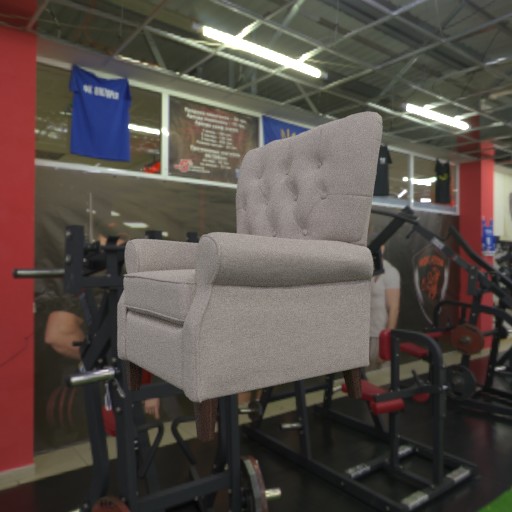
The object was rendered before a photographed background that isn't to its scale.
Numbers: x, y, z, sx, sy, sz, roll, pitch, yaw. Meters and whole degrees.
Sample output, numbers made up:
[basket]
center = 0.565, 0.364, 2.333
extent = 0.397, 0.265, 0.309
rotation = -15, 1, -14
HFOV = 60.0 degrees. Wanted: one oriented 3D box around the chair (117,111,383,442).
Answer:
[chair]
center = 0.000, 0.000, 1.982
extent = 1.025, 1.209, 0.942
rotation = 0, 0, -35
